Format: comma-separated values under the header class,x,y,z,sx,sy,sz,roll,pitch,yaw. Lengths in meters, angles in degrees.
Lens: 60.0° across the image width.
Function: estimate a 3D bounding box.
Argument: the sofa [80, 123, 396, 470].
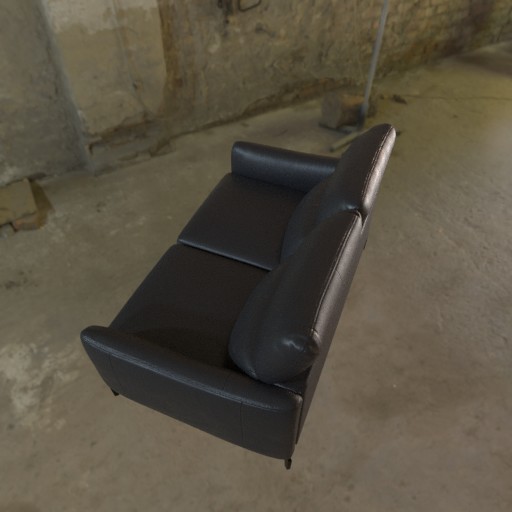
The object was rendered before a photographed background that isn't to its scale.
class,x,y,z,sx,sy,sz,roll,pitch,yaw
sofa,0.000,0.000,2.183,0.958,0.920,1.596,16,49,15
